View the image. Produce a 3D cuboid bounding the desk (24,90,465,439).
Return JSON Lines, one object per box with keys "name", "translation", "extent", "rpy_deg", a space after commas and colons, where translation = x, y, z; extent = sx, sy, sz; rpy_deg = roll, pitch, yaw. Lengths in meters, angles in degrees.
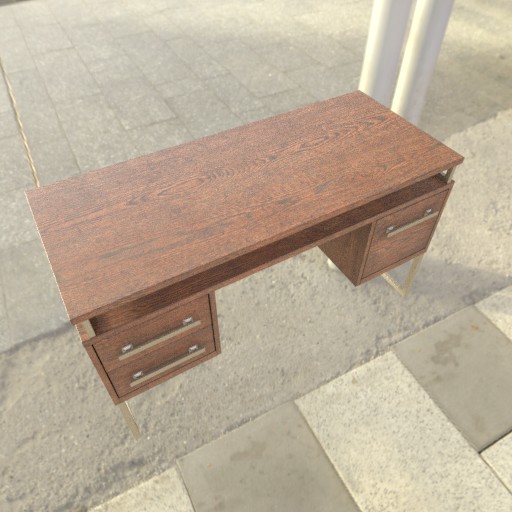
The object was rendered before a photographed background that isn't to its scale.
{"name": "desk", "translation": [0.000, 0.000, 1.783], "extent": [1.384, 0.792, 0.610], "rpy_deg": [-23, 51, -20]}
